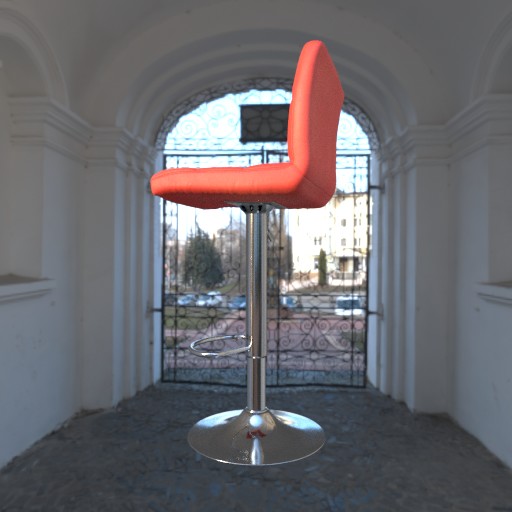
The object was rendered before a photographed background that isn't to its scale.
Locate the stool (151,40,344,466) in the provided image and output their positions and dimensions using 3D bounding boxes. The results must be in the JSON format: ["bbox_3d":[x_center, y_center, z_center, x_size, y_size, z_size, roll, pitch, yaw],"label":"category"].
[{"bbox_3d":[0.000,0.000,1.380,0.505,1.115,0.430,0,0,19],"label":"stool"}]
